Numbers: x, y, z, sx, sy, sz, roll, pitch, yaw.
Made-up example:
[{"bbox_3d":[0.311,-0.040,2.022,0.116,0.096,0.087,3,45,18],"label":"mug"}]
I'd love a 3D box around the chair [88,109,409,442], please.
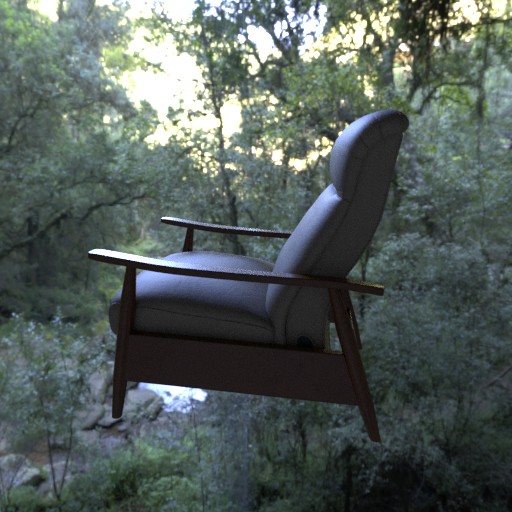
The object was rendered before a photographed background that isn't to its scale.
[{"bbox_3d":[0.000,0.000,1.784,1.032,1.082,0.762,2,14,8],"label":"chair"}]
